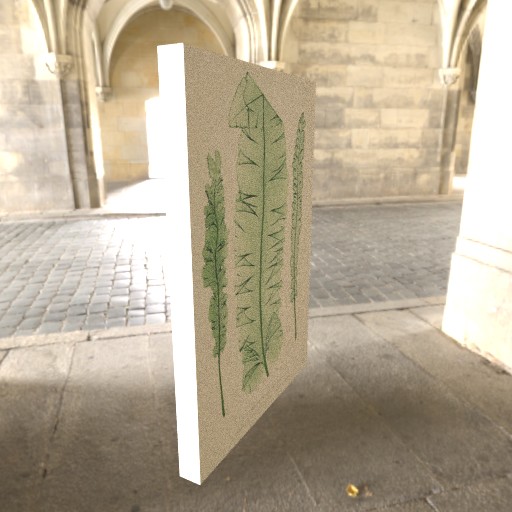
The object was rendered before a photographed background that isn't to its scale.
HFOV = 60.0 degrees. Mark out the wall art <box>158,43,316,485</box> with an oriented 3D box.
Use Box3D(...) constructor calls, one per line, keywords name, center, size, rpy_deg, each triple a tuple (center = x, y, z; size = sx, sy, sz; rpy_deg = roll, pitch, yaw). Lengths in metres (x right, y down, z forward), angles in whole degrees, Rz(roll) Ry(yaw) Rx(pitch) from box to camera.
Box3D(name="wall art", center=(0.000, 0.000, 0.773), size=(0.038, 0.608, 0.418), rpy_deg=(8, 17, 28))
